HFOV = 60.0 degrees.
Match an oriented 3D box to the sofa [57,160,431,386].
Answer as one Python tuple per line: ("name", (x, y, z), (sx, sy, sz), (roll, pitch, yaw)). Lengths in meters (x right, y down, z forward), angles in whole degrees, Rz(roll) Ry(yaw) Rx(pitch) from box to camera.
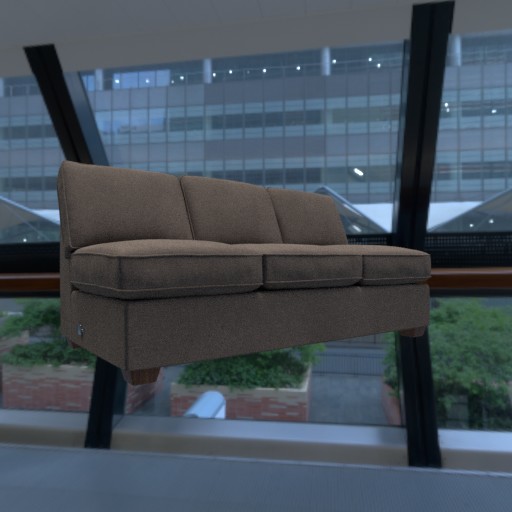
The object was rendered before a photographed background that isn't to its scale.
("sofa", (0.000, 0.000, 2.531), (1.962, 0.973, 1.027), (0, 0, -36))
